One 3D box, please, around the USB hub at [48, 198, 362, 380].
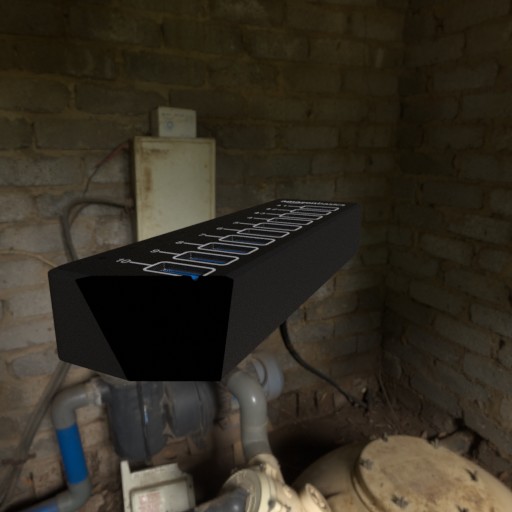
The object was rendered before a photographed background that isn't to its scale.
[{"bbox_3d":[0.000,0.000,0.161,0.044,0.023,0.145,7,17,25],"label":"USB hub"}]
